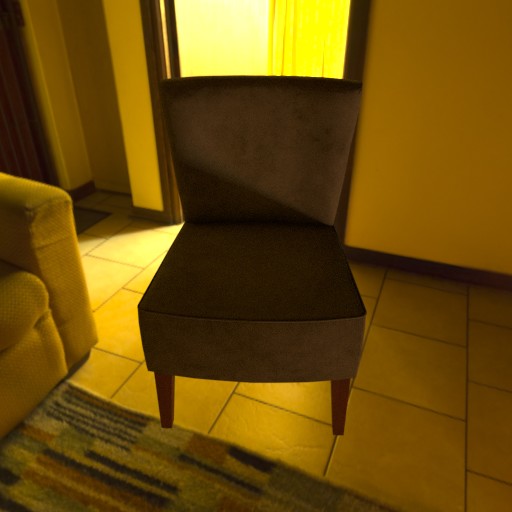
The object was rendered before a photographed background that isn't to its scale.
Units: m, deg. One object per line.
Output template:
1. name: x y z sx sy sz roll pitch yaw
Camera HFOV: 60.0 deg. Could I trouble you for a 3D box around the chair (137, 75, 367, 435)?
1. chair: 0.000 0.000 1.151 0.521 0.806 0.554 1 31 2
